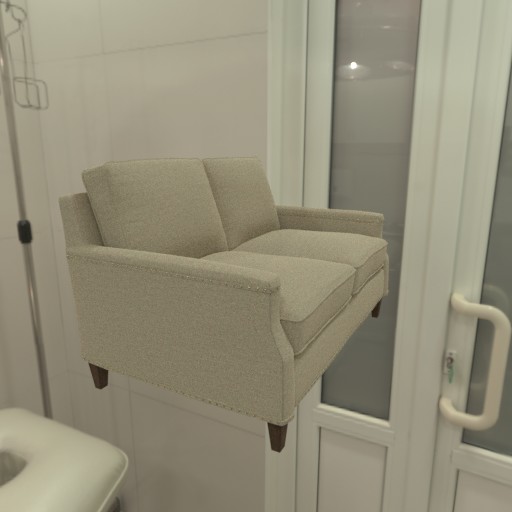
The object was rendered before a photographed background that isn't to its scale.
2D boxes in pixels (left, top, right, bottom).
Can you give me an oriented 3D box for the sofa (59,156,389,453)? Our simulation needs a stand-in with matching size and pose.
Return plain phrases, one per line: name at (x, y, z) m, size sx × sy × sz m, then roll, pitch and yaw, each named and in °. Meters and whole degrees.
sofa at (0.000, 0.000, 2.309) m, size 1.084 × 1.003 × 1.597 m, roll 7°, pitch 16°, yaw 27°
